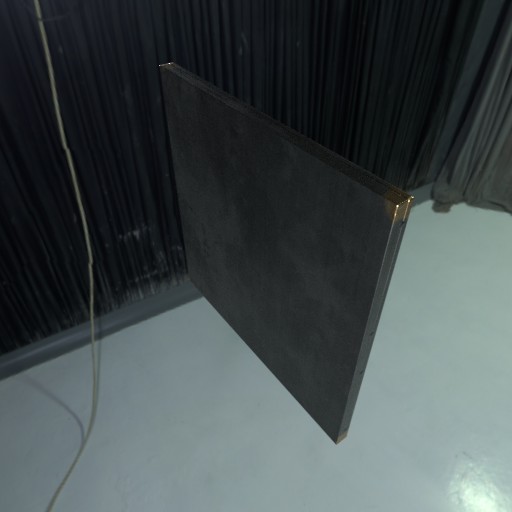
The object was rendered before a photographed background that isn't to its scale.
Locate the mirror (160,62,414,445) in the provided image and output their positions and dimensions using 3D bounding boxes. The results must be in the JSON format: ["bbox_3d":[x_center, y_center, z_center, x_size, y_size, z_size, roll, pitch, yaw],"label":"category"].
[{"bbox_3d":[0.000,0.000,0.574,0.020,0.381,0.382,-26,48,-26],"label":"mirror"}]
